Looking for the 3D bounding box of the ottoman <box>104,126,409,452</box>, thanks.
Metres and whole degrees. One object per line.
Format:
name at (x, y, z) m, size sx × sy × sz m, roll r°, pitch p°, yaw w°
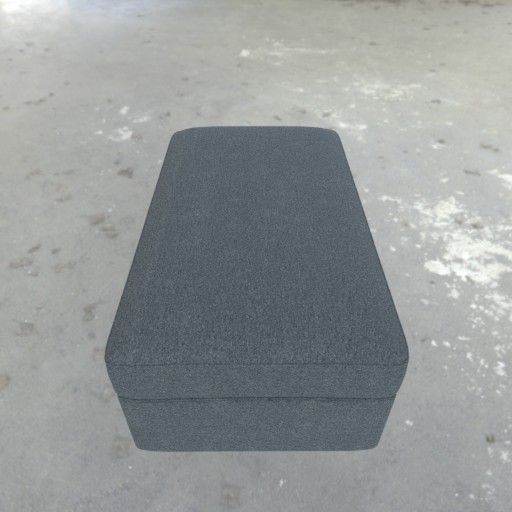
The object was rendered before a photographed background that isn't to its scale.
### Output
ottoman at (0.000, 0.000, 1.512) m, size 0.681 × 0.494 × 1.173 m, roll 0°, pitch 41°, yaw 0°
